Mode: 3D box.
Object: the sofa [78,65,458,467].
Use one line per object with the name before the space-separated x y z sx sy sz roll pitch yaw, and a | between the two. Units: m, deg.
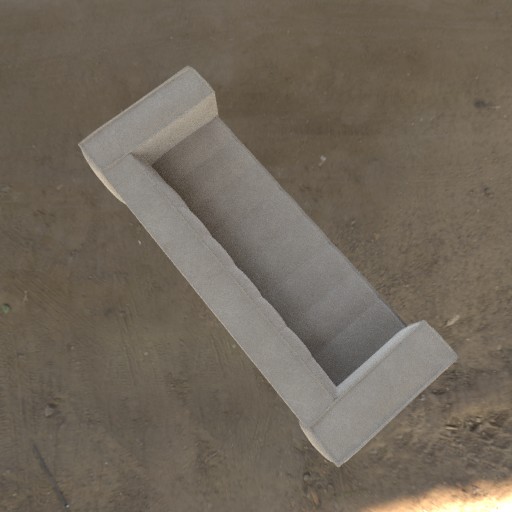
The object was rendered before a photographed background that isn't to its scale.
sofa | 0.000 0.000 3.155 1.038 0.680 2.697 -39 79 -9
